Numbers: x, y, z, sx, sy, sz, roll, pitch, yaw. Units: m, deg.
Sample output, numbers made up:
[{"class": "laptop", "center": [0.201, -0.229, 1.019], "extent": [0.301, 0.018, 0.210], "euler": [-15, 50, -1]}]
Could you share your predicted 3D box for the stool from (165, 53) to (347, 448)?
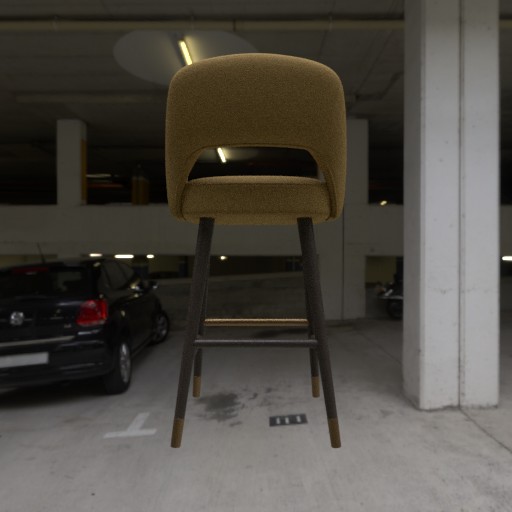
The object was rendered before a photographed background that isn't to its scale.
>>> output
[{"class": "stool", "center": [0.000, 0.000, 1.370], "extent": [0.536, 1.032, 0.522], "euler": [0, 0, 0]}]
